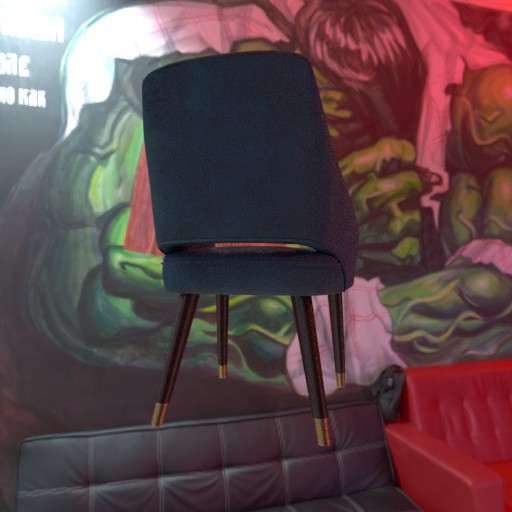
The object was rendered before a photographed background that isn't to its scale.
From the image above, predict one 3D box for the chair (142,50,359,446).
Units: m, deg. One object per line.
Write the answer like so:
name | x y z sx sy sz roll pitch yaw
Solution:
chair | 0.000 0.000 1.559 0.683 1.081 0.794 0 -1 16
